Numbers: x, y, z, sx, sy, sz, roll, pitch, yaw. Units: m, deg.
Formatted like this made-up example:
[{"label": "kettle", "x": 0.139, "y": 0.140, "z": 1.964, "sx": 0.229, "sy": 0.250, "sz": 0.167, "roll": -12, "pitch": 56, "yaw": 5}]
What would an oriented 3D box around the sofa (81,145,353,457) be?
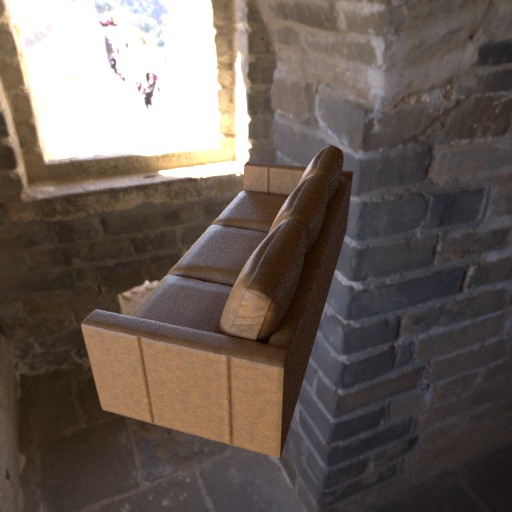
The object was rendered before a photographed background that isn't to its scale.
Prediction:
[{"label": "sofa", "x": 0.000, "y": 0.000, "z": 2.750, "sx": 0.903, "sy": 0.930, "sz": 2.231, "roll": 9, "pitch": 31, "yaw": 15}]
